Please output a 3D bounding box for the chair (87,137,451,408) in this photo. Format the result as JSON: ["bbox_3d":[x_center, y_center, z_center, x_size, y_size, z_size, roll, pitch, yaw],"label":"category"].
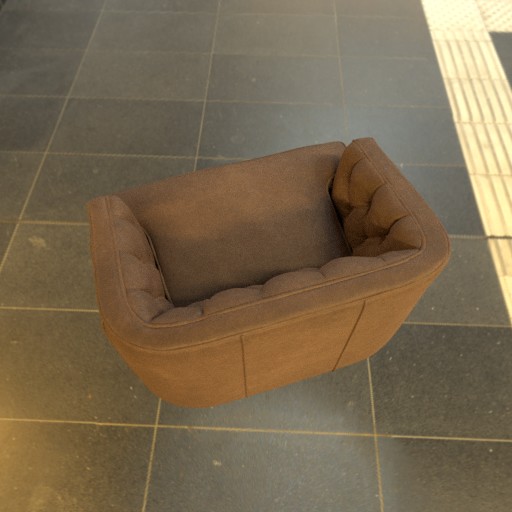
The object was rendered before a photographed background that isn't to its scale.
[{"bbox_3d":[0.000,0.000,1.725,1.118,0.787,0.914,-15,60,-9],"label":"chair"}]
